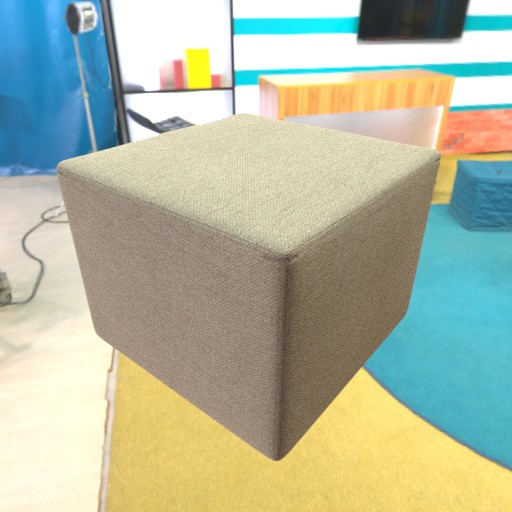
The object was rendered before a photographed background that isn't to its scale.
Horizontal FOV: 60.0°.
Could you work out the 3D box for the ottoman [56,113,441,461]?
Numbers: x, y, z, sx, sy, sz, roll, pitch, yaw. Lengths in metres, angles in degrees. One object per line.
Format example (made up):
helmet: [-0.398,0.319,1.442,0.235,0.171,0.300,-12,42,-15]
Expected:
ottoman: [0.000,0.000,0.885,0.508,0.432,0.508,22,37,33]
